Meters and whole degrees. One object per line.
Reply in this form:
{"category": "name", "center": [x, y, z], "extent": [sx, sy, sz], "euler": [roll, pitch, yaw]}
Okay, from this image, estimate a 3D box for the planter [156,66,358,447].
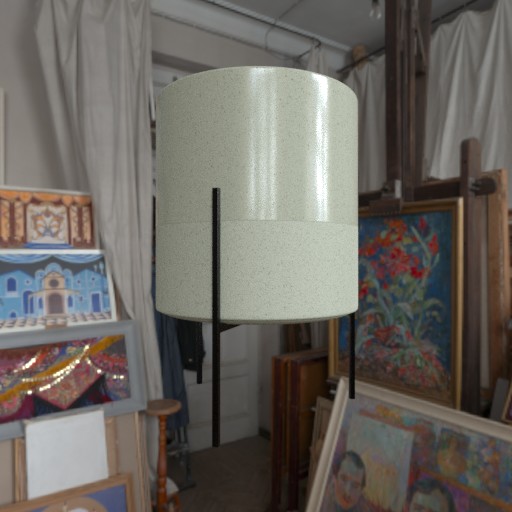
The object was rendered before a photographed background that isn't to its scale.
{"category": "planter", "center": [0.000, 0.000, 0.702], "extent": [0.314, 0.475, 0.323], "euler": [0, 0, 18]}
